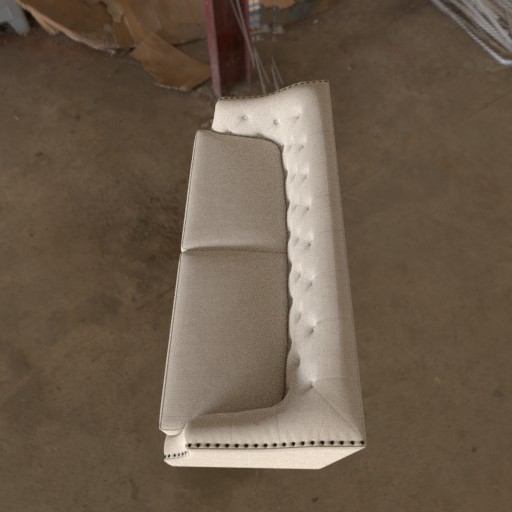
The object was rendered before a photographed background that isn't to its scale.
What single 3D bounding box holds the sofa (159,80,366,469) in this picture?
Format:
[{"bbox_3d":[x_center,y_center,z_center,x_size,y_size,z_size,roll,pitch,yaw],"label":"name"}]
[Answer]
[{"bbox_3d":[0.000,0.000,2.655,0.914,0.901,2.235,1,59,1],"label":"sofa"}]
